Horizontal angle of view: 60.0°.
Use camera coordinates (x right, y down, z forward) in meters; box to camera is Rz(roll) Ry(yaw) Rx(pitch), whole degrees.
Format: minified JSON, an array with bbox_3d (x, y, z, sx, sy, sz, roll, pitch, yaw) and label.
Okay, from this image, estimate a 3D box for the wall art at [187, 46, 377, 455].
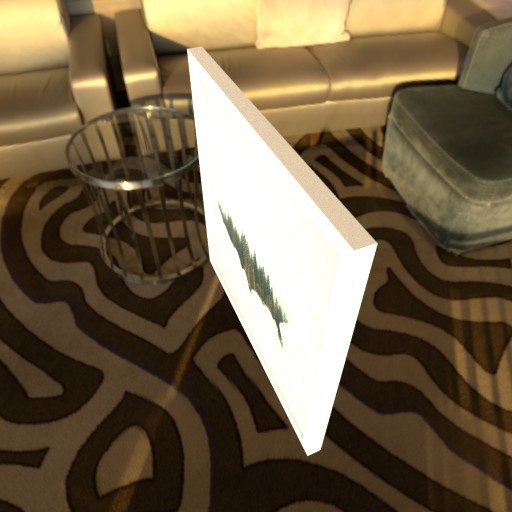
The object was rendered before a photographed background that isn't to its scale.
[{"bbox_3d":[0.000,0.000,1.130,0.038,0.762,0.762,-17,49,-16],"label":"wall art"}]
